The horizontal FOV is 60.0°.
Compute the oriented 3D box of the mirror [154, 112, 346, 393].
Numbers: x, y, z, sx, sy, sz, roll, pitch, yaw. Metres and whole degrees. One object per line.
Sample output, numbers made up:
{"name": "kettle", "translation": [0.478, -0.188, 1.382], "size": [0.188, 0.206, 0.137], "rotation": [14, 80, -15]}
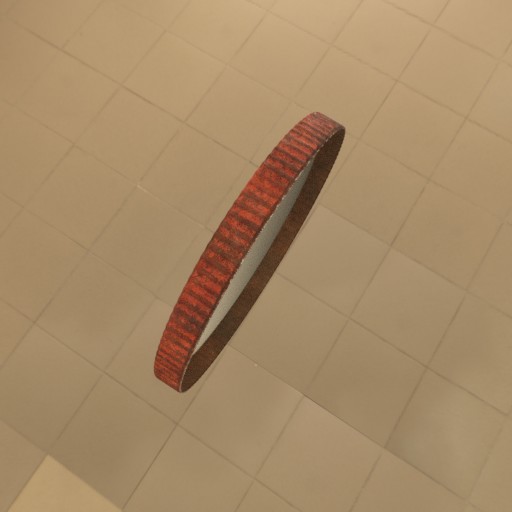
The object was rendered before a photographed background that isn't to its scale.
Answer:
{"name": "mirror", "translation": [0.000, 0.000, 0.914], "size": [0.056, 0.609, 0.609], "rotation": [32, 78, 7]}
